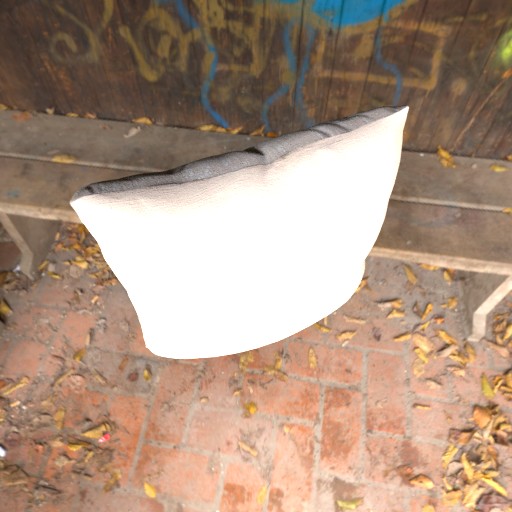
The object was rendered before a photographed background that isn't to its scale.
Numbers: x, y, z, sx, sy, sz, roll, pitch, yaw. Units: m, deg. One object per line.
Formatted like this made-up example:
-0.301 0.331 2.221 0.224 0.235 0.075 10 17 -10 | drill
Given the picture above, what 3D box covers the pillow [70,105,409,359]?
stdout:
0.000 0.000 0.716 0.450 0.448 0.245 -17 58 -11 | pillow
